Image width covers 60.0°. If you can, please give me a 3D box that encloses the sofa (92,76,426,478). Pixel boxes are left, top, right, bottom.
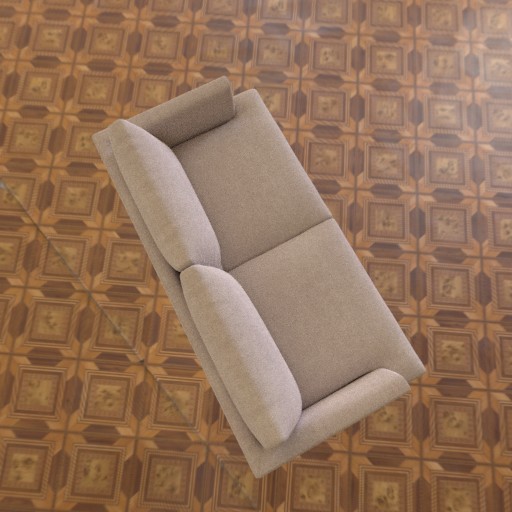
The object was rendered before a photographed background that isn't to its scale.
[{"bbox_3d":[0.000,0.000,2.454,1.020,0.868,1.948,-27,77,-7],"label":"sofa"}]
